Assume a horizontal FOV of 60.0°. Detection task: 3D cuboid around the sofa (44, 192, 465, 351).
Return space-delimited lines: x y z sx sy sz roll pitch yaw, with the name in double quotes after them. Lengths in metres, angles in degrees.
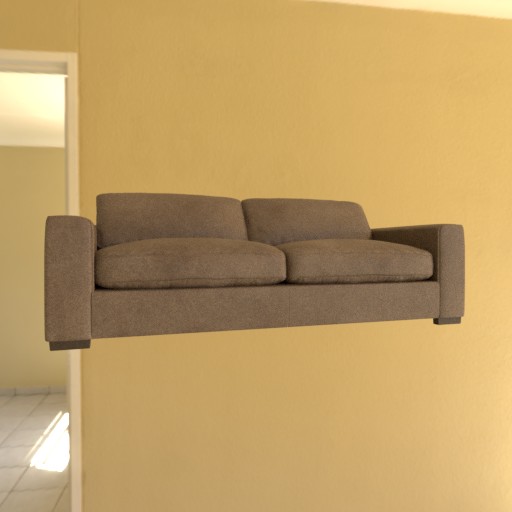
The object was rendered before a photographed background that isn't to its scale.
0.000 0.000 2.727 2.262 0.801 1.070 0 1 -19 "sofa"
